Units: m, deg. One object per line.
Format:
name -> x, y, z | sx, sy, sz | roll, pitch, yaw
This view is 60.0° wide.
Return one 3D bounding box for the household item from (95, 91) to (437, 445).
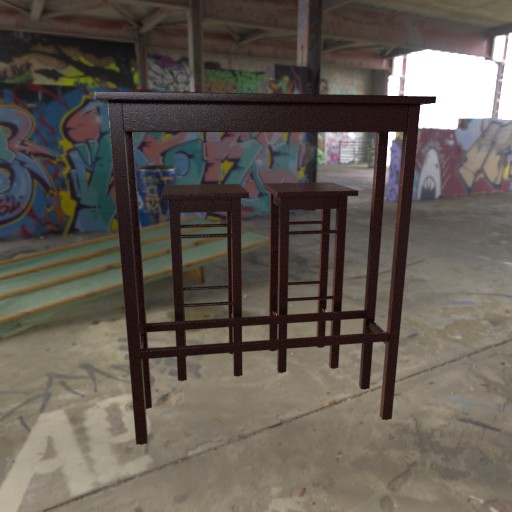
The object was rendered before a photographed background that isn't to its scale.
household item -> 0.000, 0.000, 1.628 | 0.914, 1.067, 0.676 | -2, 15, -9
